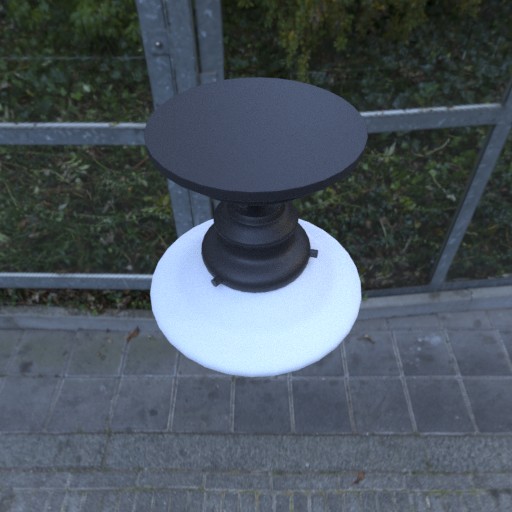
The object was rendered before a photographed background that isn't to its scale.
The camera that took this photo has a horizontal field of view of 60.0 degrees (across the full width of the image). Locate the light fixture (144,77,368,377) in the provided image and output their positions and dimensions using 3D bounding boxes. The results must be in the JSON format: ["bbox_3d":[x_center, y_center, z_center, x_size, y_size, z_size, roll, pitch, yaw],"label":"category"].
[{"bbox_3d":[0.000,0.000,0.392,0.197,0.254,0.197,0,45,0],"label":"light fixture"}]
